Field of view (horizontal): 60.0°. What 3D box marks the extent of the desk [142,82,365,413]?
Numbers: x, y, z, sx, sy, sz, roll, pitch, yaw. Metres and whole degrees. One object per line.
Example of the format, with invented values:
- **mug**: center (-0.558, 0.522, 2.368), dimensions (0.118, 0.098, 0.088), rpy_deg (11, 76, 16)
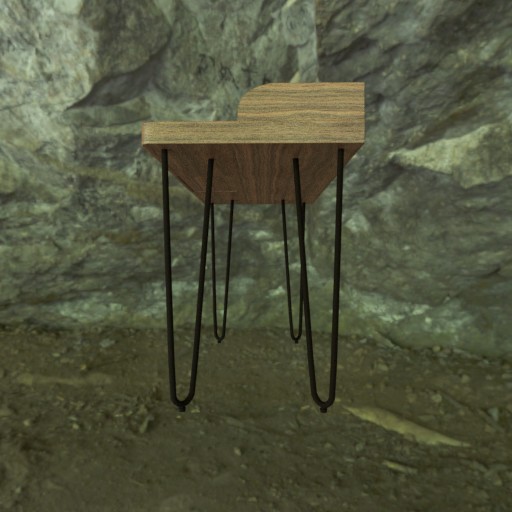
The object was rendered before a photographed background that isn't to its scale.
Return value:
- **desk**: center (0.000, 0.000, 1.703), dimensions (0.565, 0.854, 1.200), rpy_deg (0, -1, 1)
